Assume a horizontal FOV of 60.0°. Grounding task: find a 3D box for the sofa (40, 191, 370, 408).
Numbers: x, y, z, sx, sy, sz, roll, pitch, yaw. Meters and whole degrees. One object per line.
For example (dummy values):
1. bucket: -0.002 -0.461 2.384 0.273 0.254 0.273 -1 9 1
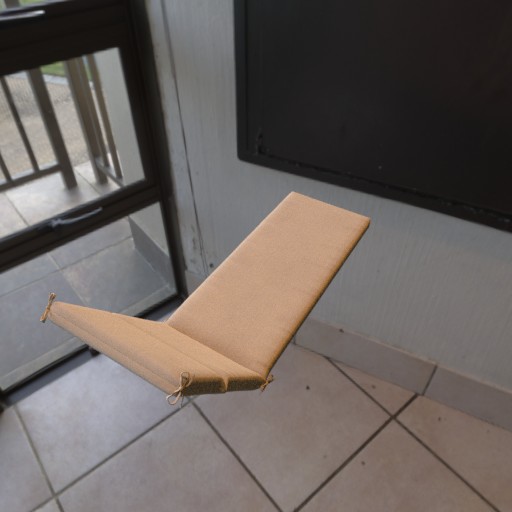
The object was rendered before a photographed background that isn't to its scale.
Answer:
1. sofa: 0.000 0.000 1.933 0.582 0.622 1.663 23 48 23
